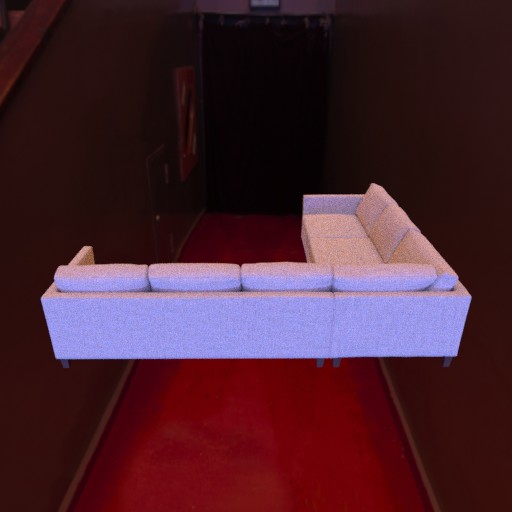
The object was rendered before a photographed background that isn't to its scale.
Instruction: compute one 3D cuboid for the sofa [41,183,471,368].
[{"bbox_3d":[0.000,0.000,4.432,3.182,0.863,2.432,0,26,0],"label":"sofa"}]
